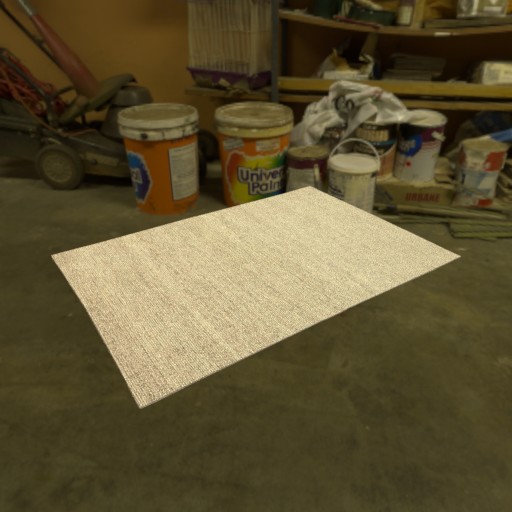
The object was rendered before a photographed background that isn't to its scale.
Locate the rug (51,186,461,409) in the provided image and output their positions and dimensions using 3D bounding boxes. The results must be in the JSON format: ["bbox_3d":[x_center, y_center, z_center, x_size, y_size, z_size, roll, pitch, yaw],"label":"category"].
[{"bbox_3d":[0.000,0.000,3.057,2.342,0.030,1.609,-19,35,-29],"label":"rug"}]
